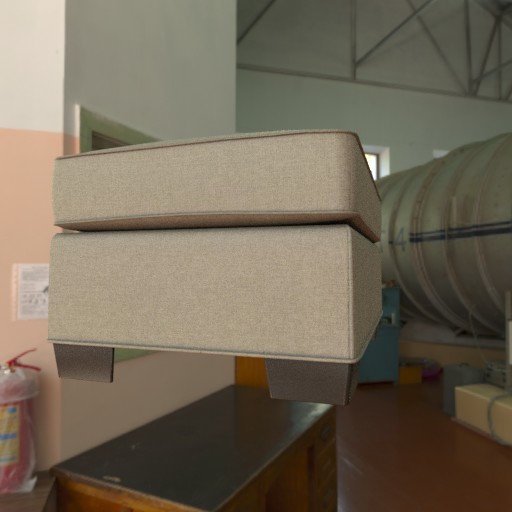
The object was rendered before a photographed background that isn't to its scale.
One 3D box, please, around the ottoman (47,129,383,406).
[{"bbox_3d":[0.000,0.000,1.186,0.619,0.504,0.843,0,-1,19],"label":"ottoman"}]
